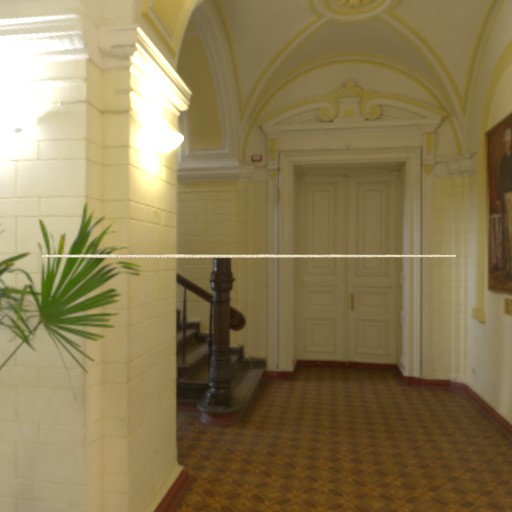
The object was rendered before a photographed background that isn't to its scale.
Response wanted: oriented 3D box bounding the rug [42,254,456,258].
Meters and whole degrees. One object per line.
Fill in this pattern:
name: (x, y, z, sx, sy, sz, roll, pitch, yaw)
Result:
rug: (0.000, 0.000, 3.074, 2.443, 0.015, 1.528, 0, 0, -36)
